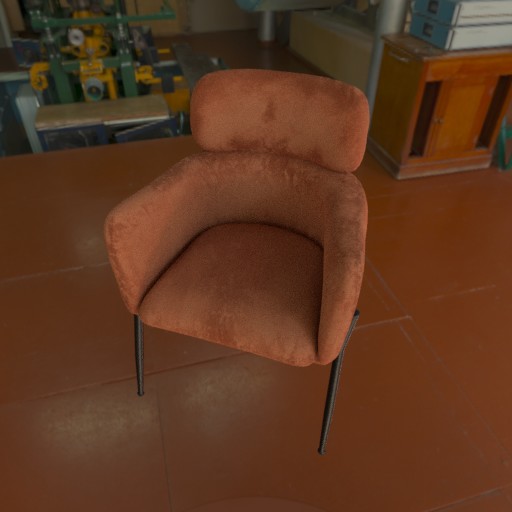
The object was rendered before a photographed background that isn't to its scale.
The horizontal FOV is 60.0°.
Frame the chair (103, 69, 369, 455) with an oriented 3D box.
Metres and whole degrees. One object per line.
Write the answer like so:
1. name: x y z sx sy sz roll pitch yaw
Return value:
1. chair: 0.000 0.000 1.127 0.561 0.772 0.523 12 41 14
